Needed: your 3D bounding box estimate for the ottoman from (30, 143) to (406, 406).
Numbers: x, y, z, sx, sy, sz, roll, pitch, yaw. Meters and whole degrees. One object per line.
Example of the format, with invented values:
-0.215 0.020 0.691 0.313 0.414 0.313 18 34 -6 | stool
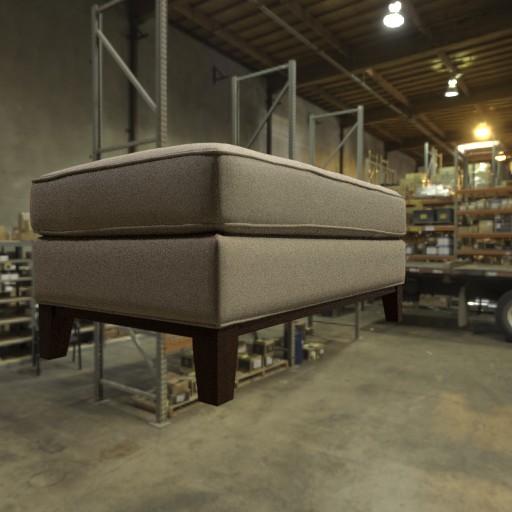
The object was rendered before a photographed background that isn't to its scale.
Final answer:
0.000 0.000 1.410 0.648 0.508 1.143 1 2 35 | ottoman
